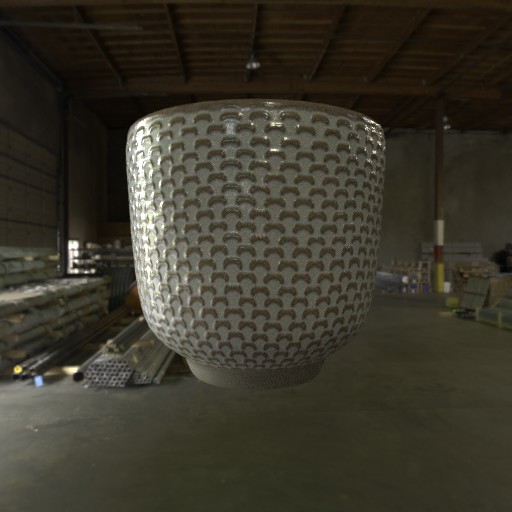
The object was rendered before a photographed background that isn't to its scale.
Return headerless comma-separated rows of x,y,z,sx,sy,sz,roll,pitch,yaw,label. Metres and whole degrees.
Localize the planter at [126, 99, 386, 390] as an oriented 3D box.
0.000,0.000,0.248,0.139,0.130,0.139,0,1,0,planter
